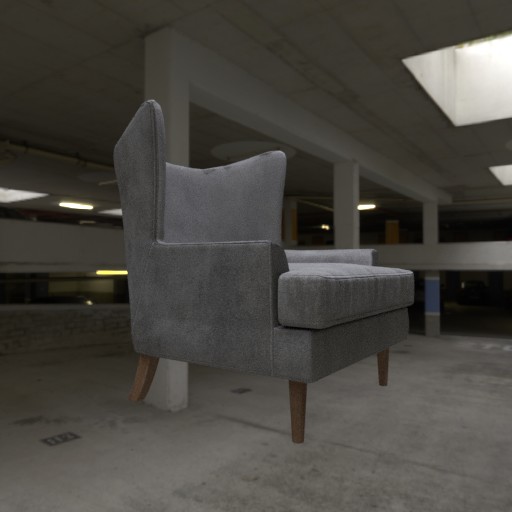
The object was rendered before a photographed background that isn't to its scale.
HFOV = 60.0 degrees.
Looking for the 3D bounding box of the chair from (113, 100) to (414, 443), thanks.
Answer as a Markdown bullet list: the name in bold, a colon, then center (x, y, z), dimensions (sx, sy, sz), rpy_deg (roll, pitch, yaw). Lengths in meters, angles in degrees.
- **chair**: center (0.000, 0.000, 1.581), dimensions (0.906, 0.950, 0.784), rpy_deg (-1, -1, 35)
